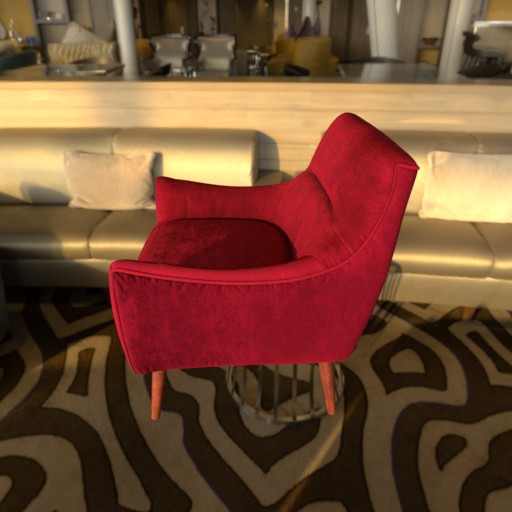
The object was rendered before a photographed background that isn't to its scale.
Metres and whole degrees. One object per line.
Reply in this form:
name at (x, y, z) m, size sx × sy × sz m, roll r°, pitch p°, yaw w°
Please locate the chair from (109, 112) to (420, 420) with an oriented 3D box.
chair at (0.000, 0.000, 1.478) m, size 0.787 × 0.838 × 0.762 m, roll -1°, pitch 28°, yaw -2°
